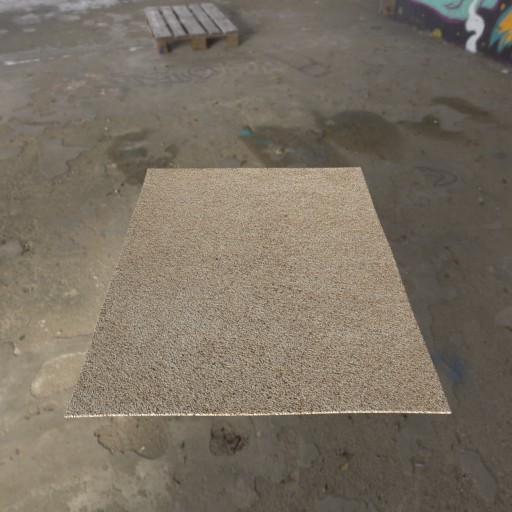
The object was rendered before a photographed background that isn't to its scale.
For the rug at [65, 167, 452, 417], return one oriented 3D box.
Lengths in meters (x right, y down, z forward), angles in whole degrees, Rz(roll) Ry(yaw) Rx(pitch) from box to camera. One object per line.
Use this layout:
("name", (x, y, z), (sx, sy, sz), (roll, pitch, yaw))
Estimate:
("rug", (0.000, 0.000, 3.878), (2.400, 0.025, 3.000), (0, 41, 0))
